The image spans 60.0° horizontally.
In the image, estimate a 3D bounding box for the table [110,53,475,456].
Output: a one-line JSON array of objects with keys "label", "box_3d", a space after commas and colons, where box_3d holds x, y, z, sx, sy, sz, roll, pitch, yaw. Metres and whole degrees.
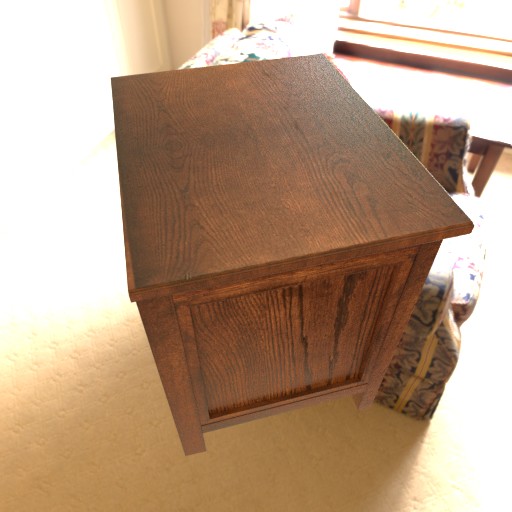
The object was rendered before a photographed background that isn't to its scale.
[{"label": "table", "box_3d": [0.000, 0.000, 0.965, 0.461, 0.597, 0.586, -11, 47, -10]}]
